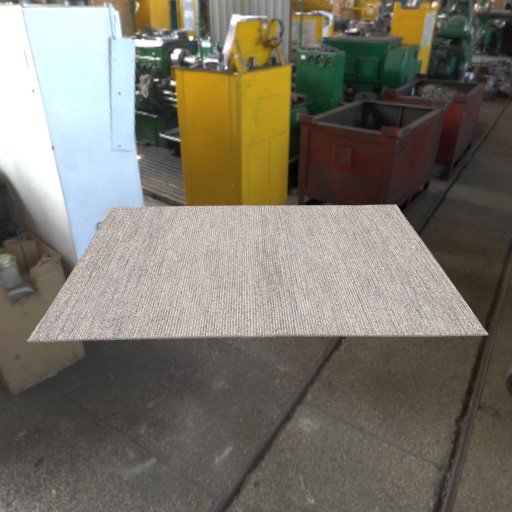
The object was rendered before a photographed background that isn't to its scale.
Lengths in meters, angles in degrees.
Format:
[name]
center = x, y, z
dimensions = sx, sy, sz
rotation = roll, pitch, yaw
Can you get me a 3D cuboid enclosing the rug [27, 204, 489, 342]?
[rug]
center = 0.000, 0.000, 2.882
dimensions = 2.307, 0.030, 1.604
rotation = 0, 30, -1
